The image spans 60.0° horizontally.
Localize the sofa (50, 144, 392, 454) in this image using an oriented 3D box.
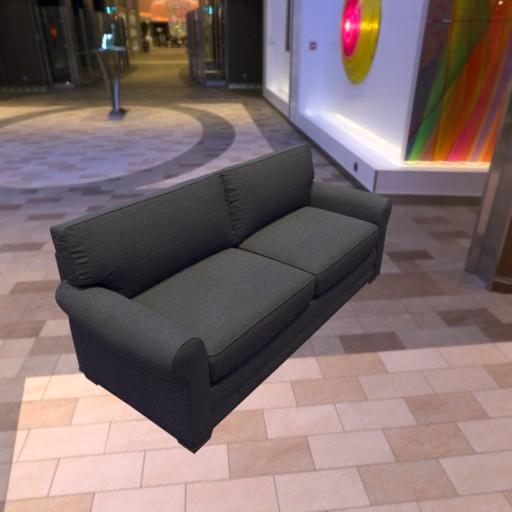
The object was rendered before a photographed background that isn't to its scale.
[{"bbox_3d":[0.000,0.000,2.905,0.954,1.026,2.391,19,32,32],"label":"sofa"}]
